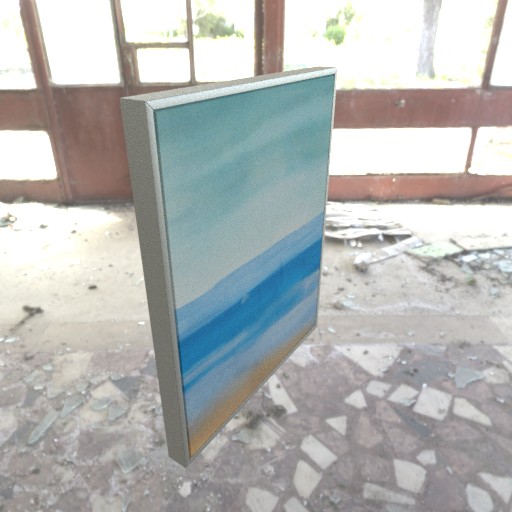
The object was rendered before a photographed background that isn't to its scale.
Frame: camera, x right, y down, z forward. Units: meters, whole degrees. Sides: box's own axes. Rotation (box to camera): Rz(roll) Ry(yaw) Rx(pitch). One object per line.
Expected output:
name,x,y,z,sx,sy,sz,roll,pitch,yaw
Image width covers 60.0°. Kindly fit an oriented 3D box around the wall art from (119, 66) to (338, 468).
wall art,0.000,0.000,0.741,0.039,0.553,0.445,18,33,30
